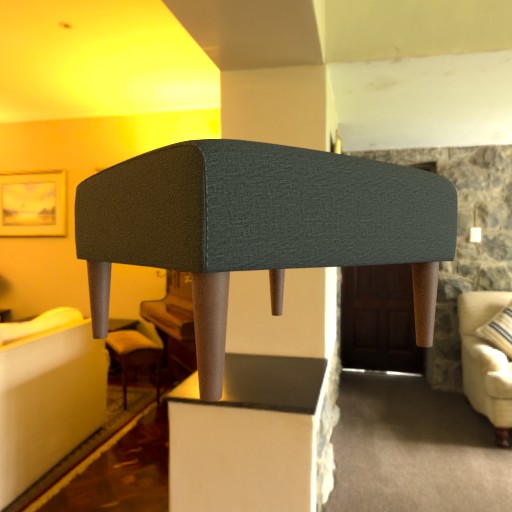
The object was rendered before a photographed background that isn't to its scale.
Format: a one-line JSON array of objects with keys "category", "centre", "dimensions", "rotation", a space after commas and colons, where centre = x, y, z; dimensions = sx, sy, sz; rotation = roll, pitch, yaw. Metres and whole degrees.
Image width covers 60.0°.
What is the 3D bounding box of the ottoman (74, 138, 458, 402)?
[{"category": "ottoman", "centre": [0.000, 0.000, 1.022], "dimensions": [0.650, 0.398, 0.649], "rotation": [-1, 2, -37]}]
